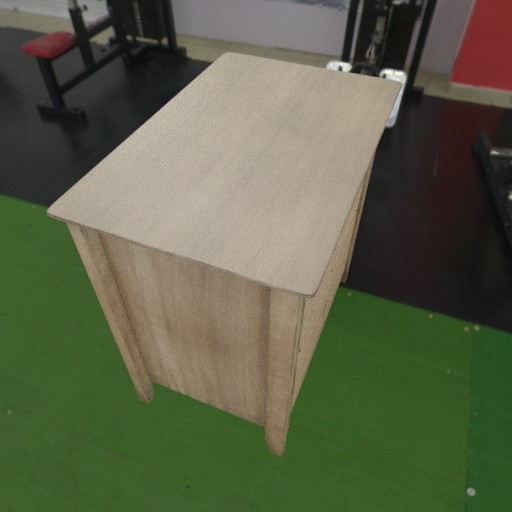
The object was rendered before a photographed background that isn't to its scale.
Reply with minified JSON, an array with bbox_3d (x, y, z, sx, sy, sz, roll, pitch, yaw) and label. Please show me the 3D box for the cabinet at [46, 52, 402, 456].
[{"bbox_3d":[0.000,0.000,1.238,0.503,0.762,0.763,17,49,15],"label":"cabinet"}]
